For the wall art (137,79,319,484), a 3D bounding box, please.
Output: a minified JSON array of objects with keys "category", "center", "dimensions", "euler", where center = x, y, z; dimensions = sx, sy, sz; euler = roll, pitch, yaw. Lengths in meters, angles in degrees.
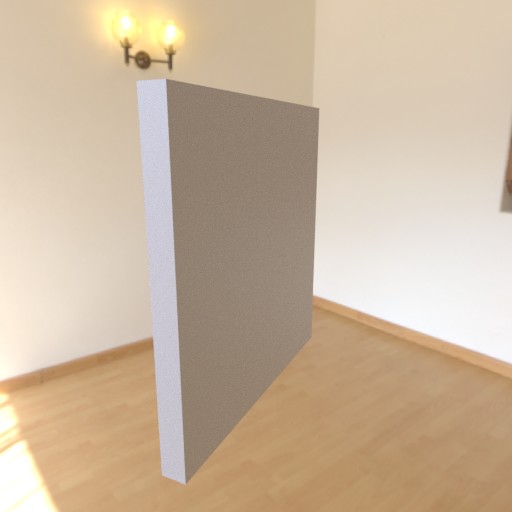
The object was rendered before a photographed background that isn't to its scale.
[{"category":"wall art","center":[0.000,0.000,0.529],"dimensions":[0.027,0.355,0.355],"euler":[7,16,25]}]
